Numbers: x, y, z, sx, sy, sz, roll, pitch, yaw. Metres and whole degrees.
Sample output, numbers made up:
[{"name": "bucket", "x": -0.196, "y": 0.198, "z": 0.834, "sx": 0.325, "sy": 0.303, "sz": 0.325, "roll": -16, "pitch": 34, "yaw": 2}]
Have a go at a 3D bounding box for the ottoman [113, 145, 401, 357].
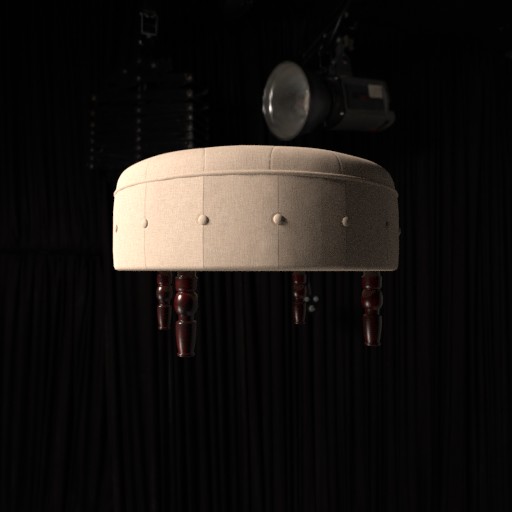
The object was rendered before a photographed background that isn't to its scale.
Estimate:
[{"name": "ottoman", "x": 0.000, "y": 0.000, "z": 1.381, "sx": 0.848, "sy": 0.494, "sz": 0.848, "roll": 0, "pitch": -2, "yaw": 0}]
